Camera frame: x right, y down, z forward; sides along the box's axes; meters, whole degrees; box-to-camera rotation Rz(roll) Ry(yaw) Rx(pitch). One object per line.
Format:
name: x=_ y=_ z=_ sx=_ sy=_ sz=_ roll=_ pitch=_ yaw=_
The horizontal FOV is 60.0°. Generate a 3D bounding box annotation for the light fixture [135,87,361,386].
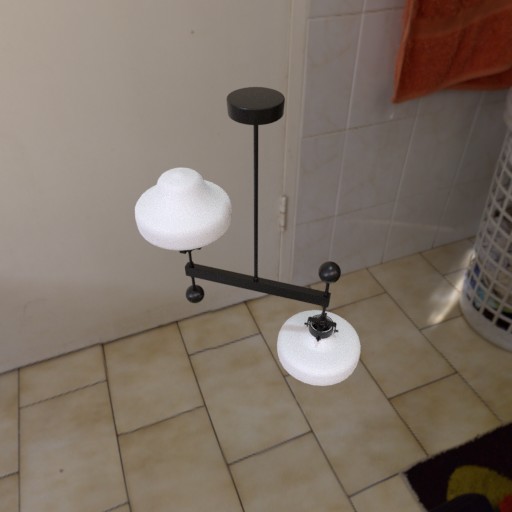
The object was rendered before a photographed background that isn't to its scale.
light fixture: x=0.000 y=0.000 z=1.026 sx=0.489 sy=0.743 sz=0.422 roll=-13 pitch=43 yaw=-15
